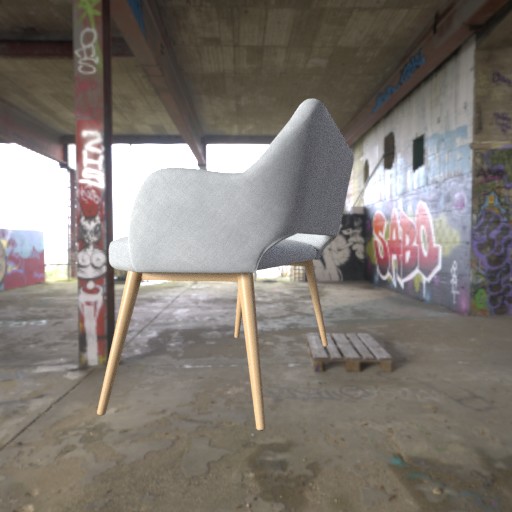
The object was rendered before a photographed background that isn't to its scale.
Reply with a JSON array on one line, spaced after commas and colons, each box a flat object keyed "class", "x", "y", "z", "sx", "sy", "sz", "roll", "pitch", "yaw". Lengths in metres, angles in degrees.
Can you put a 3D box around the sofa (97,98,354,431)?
[{"class": "sofa", "x": 0.000, "y": 0.000, "z": 1.585, "sx": 0.610, "sy": 0.840, "sz": 1.150, "roll": 1, "pitch": 2, "yaw": 19}]
